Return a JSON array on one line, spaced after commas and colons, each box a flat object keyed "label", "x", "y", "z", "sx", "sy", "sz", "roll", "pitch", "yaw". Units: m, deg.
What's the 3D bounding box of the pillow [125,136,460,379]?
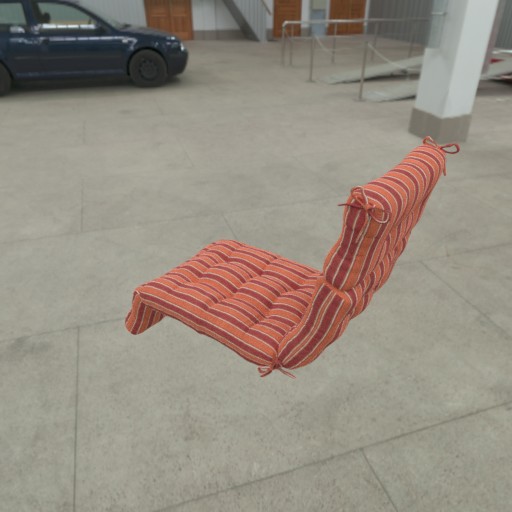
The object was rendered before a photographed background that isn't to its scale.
[{"label": "pillow", "x": 0.000, "y": 0.000, "z": 1.502, "sx": 1.016, "sy": 0.863, "sz": 0.526, "roll": 21, "pitch": 37, "yaw": 31}]
